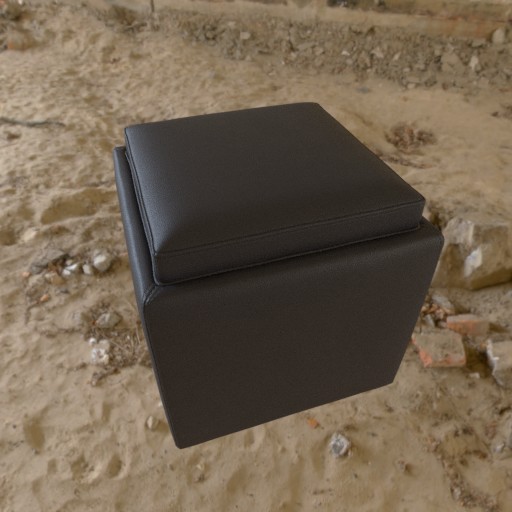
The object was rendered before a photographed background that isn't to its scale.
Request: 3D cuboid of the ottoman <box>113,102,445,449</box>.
[{"bbox_3d":[0.000,0.000,0.841,0.451,0.460,0.450,-12,42,-14],"label":"ottoman"}]
